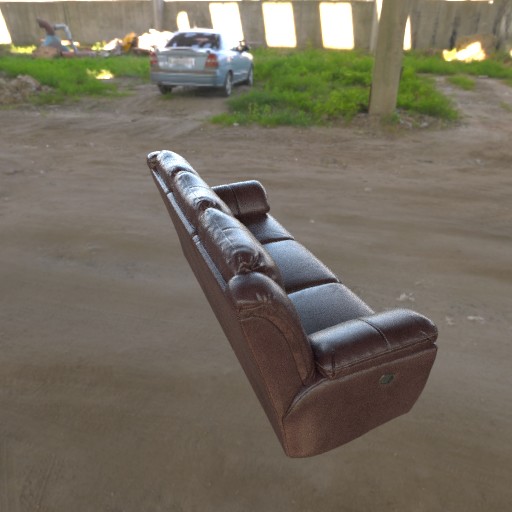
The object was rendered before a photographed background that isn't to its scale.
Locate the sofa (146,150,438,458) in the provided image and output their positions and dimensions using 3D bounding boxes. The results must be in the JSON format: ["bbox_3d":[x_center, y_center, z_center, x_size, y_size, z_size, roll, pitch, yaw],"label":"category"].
[{"bbox_3d":[0.000,0.000,2.828,0.991,1.043,2.337,-10,29,-18],"label":"sofa"}]
